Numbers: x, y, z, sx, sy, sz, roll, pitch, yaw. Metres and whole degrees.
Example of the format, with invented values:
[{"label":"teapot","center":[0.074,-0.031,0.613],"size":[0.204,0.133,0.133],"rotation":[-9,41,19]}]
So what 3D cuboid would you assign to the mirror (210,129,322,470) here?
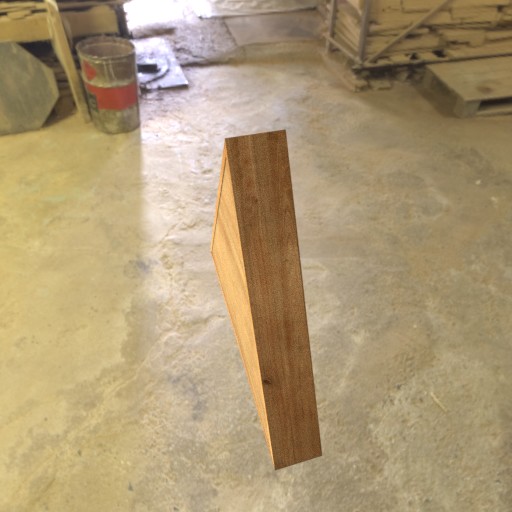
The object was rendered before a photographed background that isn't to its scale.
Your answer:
[{"label":"mirror","center":[0.000,0.000,0.890],"size":[0.100,0.548,0.631],"rotation":[-11,47,-11]}]
